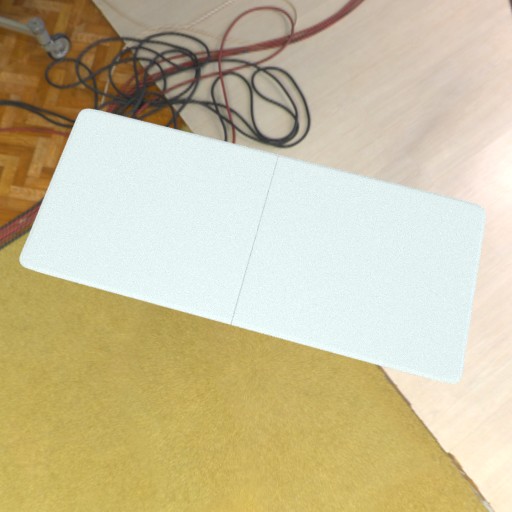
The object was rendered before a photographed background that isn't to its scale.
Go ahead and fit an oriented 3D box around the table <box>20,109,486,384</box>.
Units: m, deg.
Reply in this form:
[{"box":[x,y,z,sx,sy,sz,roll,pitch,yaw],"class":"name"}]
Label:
[{"box":[0.000,0.000,2.189,1.829,0.719,0.761,15,77,4],"class":"table"}]
